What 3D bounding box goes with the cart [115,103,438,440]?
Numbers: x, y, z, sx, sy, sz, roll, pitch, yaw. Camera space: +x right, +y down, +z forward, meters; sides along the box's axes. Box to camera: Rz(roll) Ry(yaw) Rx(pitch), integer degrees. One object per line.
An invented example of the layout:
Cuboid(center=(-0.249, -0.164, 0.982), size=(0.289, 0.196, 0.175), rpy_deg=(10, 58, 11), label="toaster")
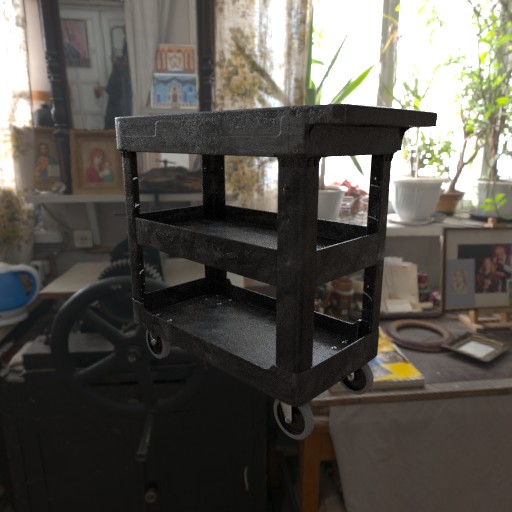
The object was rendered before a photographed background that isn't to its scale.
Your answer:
Cuboid(center=(0.000, 0.000, 1.358), size=(0.877, 0.824, 0.420), rpy_deg=(14, 20, 43), label="cart")
